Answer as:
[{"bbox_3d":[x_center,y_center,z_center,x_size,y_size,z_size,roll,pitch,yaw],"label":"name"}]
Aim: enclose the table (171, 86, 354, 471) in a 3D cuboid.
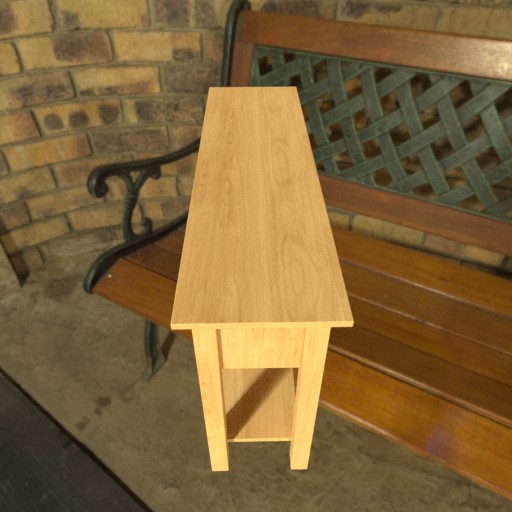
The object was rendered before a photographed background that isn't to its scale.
[{"bbox_3d":[0.000,0.000,1.550,0.350,0.730,1.240,-1,41,-1],"label":"table"}]
